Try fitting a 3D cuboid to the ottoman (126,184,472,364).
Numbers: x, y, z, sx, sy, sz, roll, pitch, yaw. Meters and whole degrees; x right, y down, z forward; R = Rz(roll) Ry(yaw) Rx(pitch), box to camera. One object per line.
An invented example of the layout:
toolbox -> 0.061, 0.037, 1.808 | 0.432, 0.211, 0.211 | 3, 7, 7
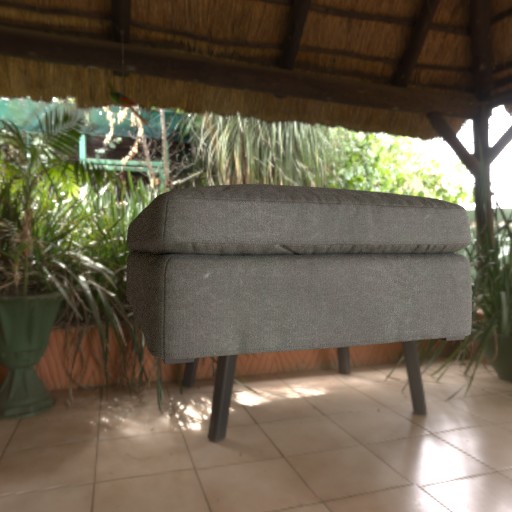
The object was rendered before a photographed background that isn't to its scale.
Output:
ottoman -> 0.000, 0.000, 1.571 | 0.840, 0.429, 1.199 | 0, 1, -19
